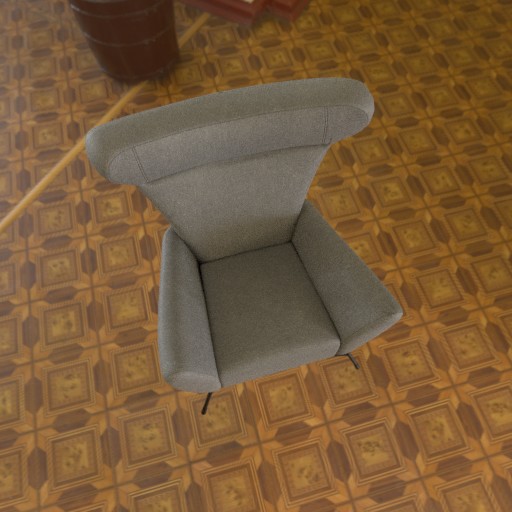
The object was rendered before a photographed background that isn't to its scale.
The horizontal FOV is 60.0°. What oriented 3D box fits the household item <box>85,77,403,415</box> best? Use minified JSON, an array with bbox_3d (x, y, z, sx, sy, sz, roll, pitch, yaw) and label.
[{"bbox_3d":[0.000,0.000,1.770,0.980,1.050,0.900,-14,64,-7],"label":"household item"}]
